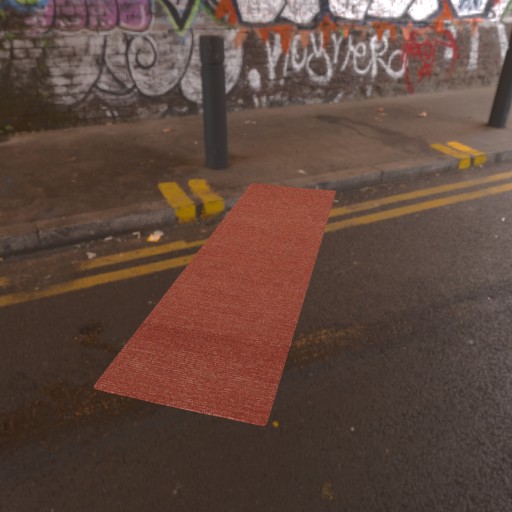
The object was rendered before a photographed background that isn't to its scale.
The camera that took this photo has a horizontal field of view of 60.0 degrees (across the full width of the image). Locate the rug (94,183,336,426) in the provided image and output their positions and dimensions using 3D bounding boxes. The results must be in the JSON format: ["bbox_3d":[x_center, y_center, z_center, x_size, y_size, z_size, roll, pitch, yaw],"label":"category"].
[{"bbox_3d":[0.000,0.000,2.591,0.687,0.012,2.307,8,31,13],"label":"rug"}]
